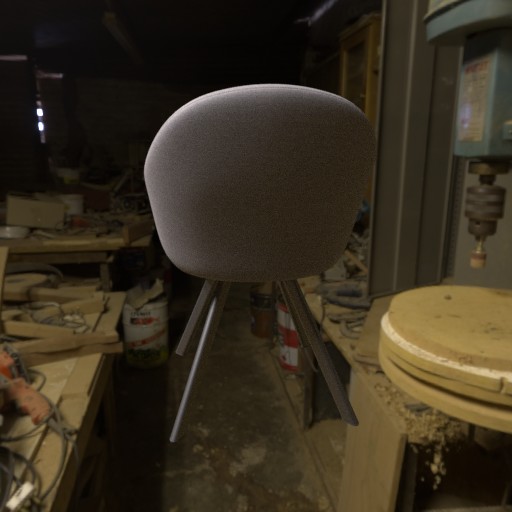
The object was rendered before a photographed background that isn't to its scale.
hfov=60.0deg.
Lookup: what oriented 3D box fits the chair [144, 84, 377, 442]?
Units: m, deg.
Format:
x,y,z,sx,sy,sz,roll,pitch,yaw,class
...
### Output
x,y,z,sx,sy,sz,roll,pitch,yaw,class
0.000,0.000,1.159,0.540,0.780,0.570,-2,14,-8,chair
